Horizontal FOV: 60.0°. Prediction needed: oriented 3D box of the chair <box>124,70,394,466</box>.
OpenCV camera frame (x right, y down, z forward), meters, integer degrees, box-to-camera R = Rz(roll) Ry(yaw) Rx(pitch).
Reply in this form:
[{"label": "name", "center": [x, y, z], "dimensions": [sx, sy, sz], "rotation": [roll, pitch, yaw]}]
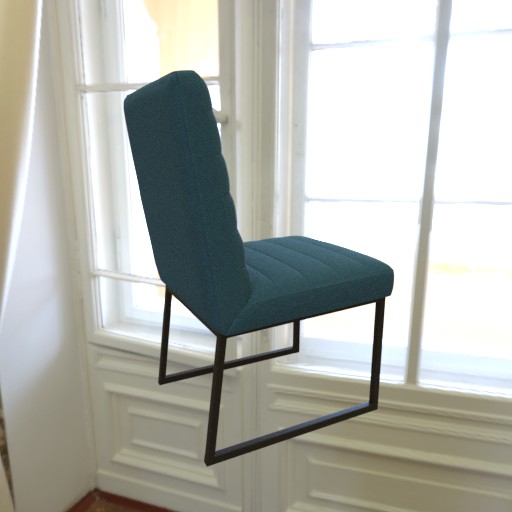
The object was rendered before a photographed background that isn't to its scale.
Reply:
[{"label": "chair", "center": [0.000, 0.000, 1.313], "dimensions": [0.634, 0.930, 0.520], "rotation": [-7, 15, -26]}]
